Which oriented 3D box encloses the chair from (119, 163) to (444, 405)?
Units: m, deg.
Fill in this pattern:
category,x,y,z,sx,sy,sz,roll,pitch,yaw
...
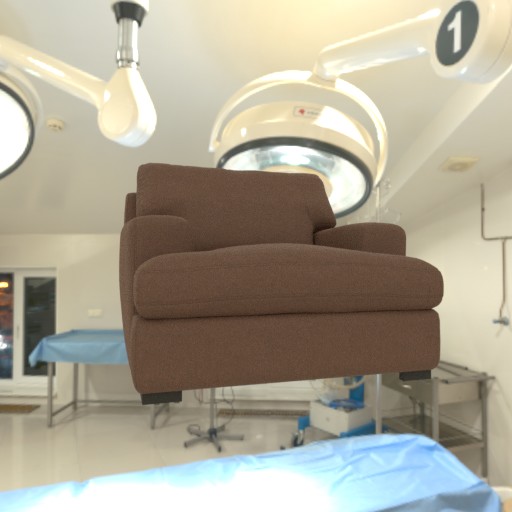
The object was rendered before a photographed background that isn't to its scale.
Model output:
category,x,y,z,sx,sy,sz,roll,pitch,yaw
chair,0.000,0.000,1.983,1.168,0.940,1.143,0,-1,-17
